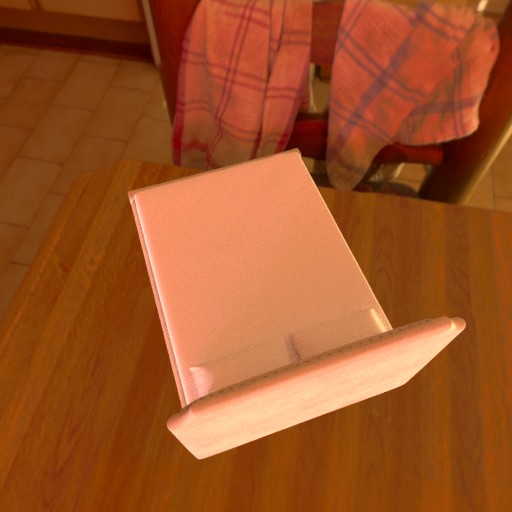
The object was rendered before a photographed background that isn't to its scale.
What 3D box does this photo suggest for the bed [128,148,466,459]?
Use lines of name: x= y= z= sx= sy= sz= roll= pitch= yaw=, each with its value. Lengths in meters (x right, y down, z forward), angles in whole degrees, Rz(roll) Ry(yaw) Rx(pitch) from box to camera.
bed: x=0.000 y=0.000 z=3.402 sx=1.712 sy=1.443 sz=2.372 roll=-16 pitch=60 yaw=-10
